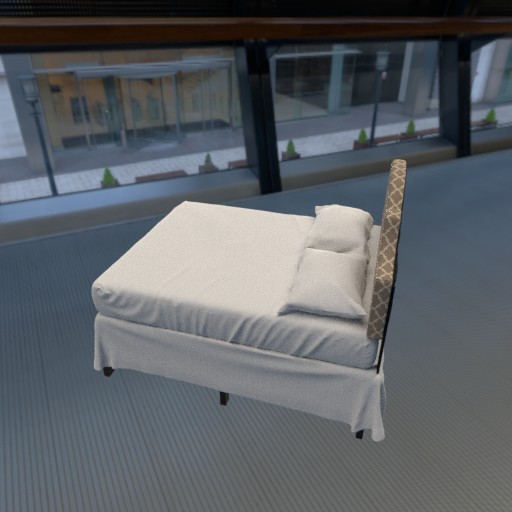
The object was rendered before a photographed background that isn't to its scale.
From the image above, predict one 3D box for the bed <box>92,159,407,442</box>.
[{"bbox_3d":[0.000,0.000,3.423,2.222,1.633,1.780,9,31,15],"label":"bed"}]
